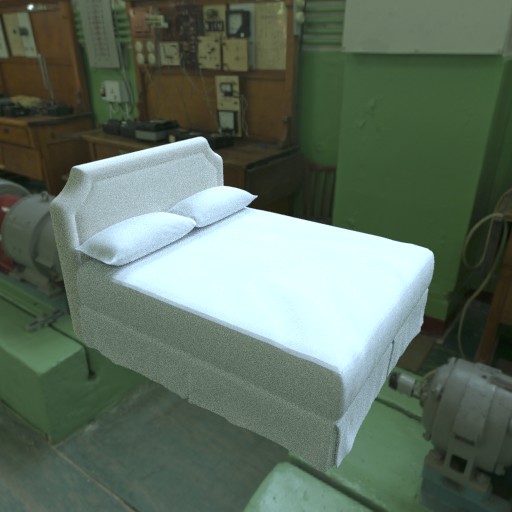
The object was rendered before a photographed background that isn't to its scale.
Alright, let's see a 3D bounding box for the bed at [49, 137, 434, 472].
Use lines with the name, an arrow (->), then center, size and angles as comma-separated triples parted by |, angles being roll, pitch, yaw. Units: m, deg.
bed -> 0.000, 0.000, 3.791 | 2.548, 1.524, 2.134 | 16, 30, 30
